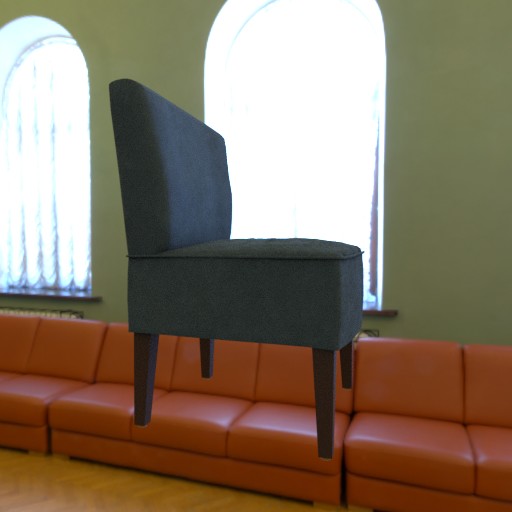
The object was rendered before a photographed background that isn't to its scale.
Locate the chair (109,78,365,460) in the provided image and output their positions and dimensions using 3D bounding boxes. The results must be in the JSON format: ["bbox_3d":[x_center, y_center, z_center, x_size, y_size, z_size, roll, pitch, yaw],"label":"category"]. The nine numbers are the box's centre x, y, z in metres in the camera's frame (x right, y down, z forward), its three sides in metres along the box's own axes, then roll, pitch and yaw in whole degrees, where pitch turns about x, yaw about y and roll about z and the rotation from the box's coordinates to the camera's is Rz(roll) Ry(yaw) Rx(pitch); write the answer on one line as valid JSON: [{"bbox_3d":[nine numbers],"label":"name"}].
[{"bbox_3d":[0.000,0.000,1.160,0.551,0.806,0.521,1,2,17],"label":"chair"}]
